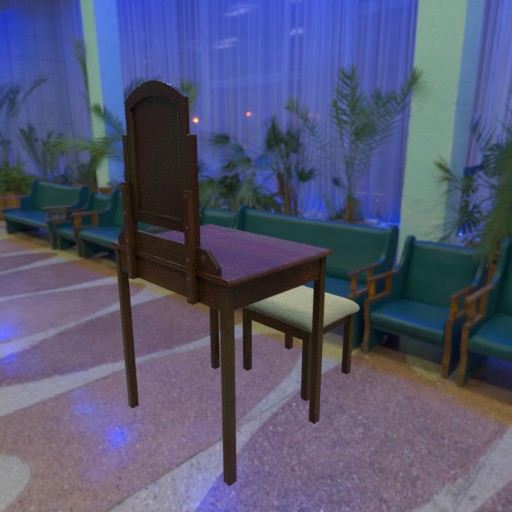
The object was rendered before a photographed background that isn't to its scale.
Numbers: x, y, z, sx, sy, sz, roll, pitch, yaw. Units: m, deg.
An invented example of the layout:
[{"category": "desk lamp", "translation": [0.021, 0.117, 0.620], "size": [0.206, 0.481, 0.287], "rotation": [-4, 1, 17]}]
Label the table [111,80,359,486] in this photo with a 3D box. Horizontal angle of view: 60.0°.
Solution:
[{"category": "table", "translation": [0.000, 0.000, 2.324], "size": [0.876, 1.631, 1.211], "rotation": [15, 21, 43]}]
